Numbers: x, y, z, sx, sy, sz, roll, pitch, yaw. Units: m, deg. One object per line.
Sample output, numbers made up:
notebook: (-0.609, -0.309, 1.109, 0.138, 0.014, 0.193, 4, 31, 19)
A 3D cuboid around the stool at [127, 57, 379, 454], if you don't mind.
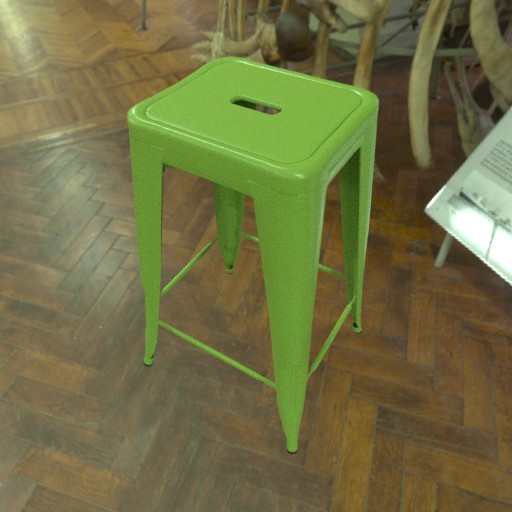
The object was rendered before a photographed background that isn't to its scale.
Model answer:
stool: (0.000, 0.000, 0.835, 0.398, 0.609, 0.358, 24, 50, 22)
